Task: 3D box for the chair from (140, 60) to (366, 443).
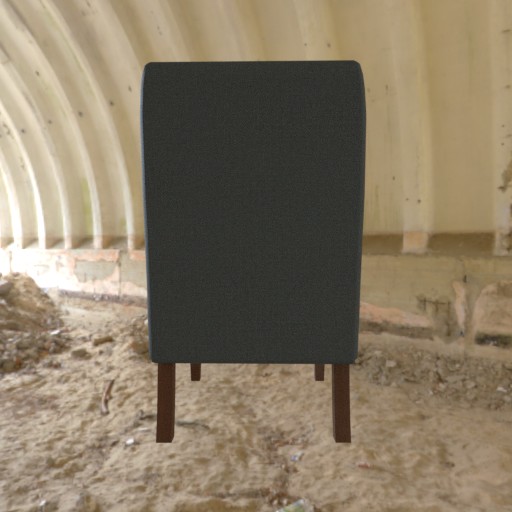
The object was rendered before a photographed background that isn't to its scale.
[{"bbox_3d":[0.000,0.000,1.190,0.513,0.804,0.592,0,1,0],"label":"chair"}]
